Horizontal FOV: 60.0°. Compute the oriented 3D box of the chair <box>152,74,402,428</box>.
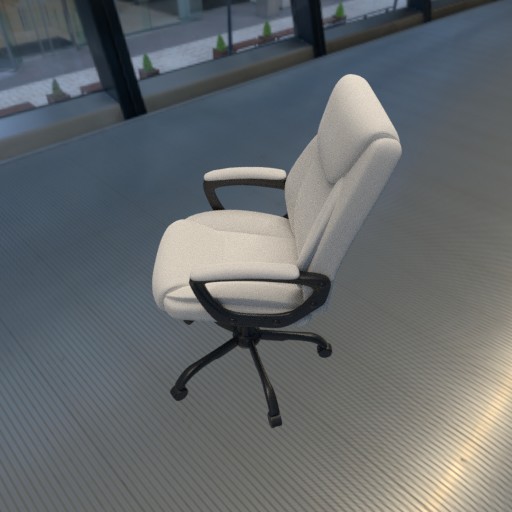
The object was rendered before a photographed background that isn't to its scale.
[{"bbox_3d":[0.000,0.000,1.465,0.669,1.065,0.663,-1,40,-1],"label":"chair"}]
